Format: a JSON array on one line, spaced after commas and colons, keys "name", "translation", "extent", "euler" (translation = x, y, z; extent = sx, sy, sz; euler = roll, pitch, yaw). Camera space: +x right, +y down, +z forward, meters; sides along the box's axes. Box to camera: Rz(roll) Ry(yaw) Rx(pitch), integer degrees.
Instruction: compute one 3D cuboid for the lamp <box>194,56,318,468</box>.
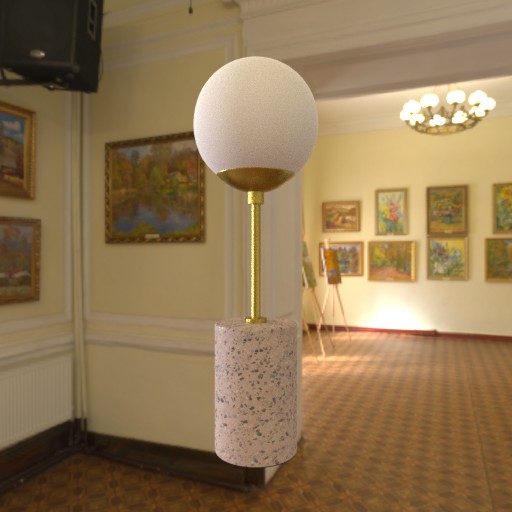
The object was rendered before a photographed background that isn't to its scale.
[{"name": "lamp", "translation": [0.000, 0.000, 0.551], "extent": [0.153, 0.480, 0.153], "euler": [0, 0, 0]}]
